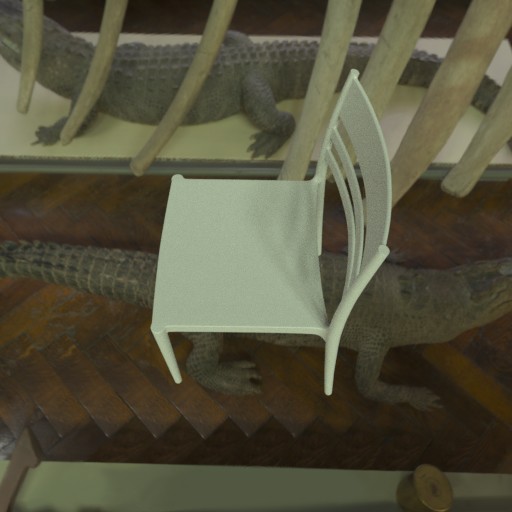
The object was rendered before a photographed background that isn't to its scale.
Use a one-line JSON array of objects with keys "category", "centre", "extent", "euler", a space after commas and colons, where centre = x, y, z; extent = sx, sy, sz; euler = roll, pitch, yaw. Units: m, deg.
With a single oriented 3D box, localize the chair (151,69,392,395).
[{"category": "chair", "centre": [0.000, 0.000, 1.179], "extent": [0.511, 0.800, 0.531], "euler": [1, 59, 0]}]
